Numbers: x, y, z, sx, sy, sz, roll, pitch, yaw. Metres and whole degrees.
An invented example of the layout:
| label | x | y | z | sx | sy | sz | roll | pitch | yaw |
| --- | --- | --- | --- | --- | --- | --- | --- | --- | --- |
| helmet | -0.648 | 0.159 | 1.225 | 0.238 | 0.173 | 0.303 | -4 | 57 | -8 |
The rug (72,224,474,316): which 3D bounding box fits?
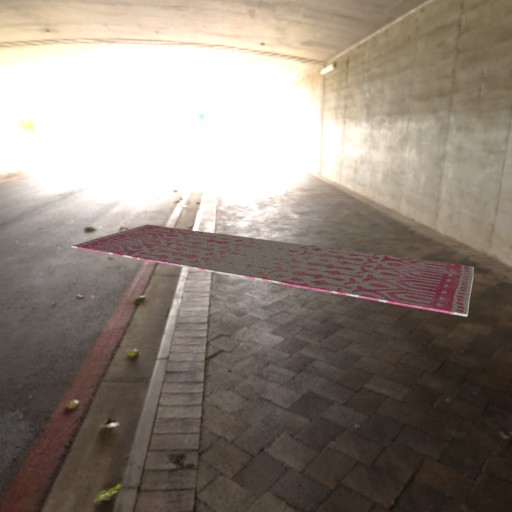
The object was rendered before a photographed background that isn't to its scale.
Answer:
| label | x | y | z | sx | sy | sz | roll | pitch | yaw |
| --- | --- | --- | --- | --- | --- | --- | --- | --- | --- |
| rug | 0.000 | 0.000 | 2.774 | 2.458 | 0.011 | 0.787 | 8 | 18 | 27 |
